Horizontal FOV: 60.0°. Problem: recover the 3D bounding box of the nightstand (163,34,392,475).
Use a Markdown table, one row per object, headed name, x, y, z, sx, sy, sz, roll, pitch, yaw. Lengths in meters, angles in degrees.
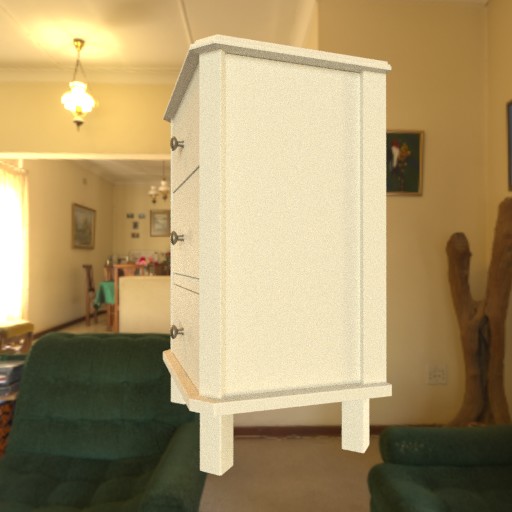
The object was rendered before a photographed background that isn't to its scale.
| name | x | y | z | sx | sy | sz | roll | pitch | yaw |
| --- | --- | --- | --- | --- | --- | --- | --- | --- | --- |
| nightstand | 0.000 | 0.000 | 0.917 | 0.351 | 0.681 | 0.435 | 0 | 0 | -18 |
